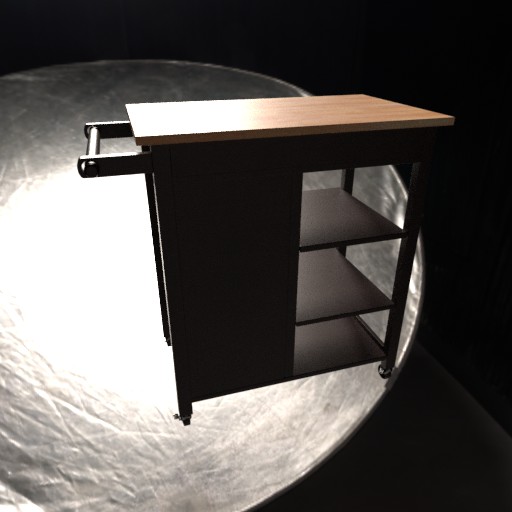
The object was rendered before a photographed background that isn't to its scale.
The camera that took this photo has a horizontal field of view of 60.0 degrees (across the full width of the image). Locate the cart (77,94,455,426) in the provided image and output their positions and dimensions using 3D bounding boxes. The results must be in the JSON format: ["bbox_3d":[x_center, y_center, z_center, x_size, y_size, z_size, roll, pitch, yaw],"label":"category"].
[{"bbox_3d":[0.000,0.000,1.400,0.914,0.878,0.472,-8,28,-15],"label":"cart"}]
